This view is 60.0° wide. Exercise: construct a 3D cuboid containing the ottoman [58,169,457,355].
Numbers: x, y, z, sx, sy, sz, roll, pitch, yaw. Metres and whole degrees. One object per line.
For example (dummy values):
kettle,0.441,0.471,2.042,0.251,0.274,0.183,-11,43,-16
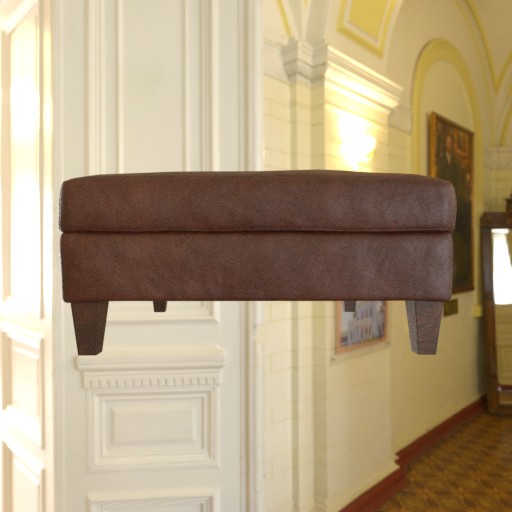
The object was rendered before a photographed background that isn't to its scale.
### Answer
ottoman,0.000,0.000,1.301,0.836,0.415,0.844,0,0,-1
